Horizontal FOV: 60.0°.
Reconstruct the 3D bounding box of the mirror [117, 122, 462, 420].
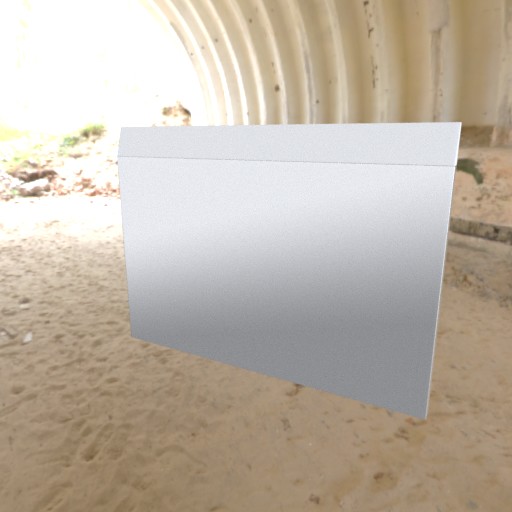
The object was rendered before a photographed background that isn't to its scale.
[{"bbox_3d":[0.000,0.000,1.109,0.870,0.630,0.030,8,17,28],"label":"mirror"}]
